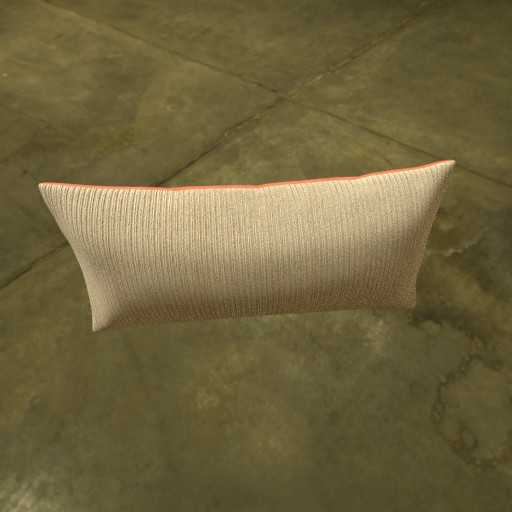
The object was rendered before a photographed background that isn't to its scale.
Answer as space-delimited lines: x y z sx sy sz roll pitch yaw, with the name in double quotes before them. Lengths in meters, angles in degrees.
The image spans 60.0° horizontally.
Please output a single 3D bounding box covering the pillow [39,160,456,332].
"pillow" 0.000 0.000 0.735 0.608 0.307 0.155 -4 48 -4
